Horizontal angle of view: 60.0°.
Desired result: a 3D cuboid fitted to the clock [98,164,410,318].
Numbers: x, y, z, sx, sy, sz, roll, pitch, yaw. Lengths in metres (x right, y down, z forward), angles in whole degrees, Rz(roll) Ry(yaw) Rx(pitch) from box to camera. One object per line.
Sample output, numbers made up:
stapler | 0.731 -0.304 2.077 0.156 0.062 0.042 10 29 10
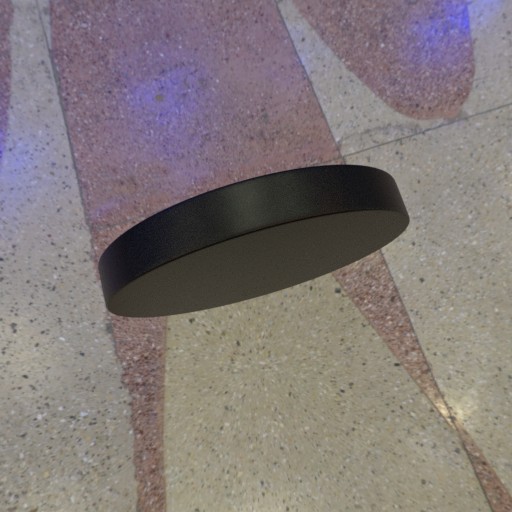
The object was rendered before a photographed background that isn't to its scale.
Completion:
clock | 0.000 0.000 0.469 0.314 0.314 0.040 -16 77 -4
